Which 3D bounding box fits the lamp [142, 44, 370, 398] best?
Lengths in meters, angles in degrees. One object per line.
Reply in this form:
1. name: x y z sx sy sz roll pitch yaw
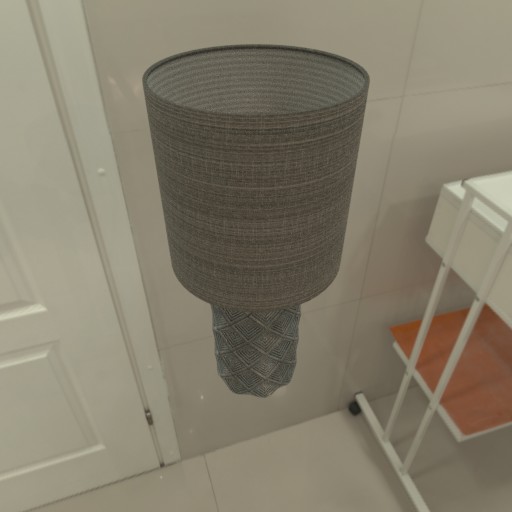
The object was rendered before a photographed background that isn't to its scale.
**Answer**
1. lamp: 0.000 0.000 0.710 0.268 0.566 0.269 -12 40 -15
